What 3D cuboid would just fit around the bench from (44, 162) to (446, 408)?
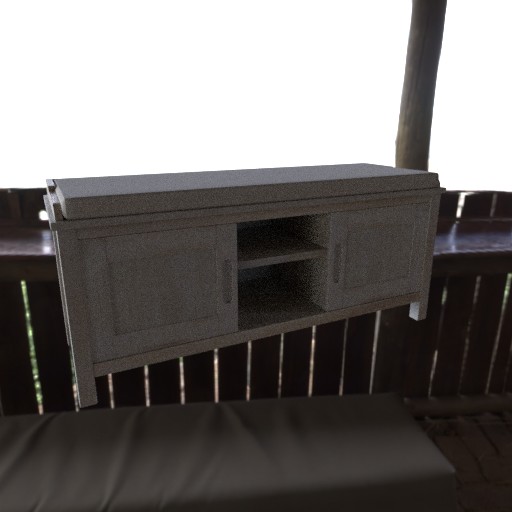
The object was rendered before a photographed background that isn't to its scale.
[{"bbox_3d":[0.000,0.000,1.381,1.140,0.501,0.398,-8,19,-25],"label":"bench"}]
